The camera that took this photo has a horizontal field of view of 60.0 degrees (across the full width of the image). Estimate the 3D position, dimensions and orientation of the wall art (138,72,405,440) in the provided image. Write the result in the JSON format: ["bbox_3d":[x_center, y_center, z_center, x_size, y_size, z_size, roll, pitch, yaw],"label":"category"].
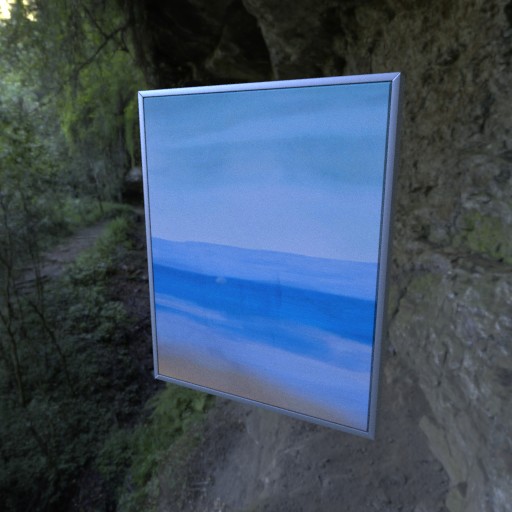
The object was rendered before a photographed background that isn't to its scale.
[{"bbox_3d":[0.000,0.000,0.760,0.445,0.553,0.039,7,15,26],"label":"wall art"}]
